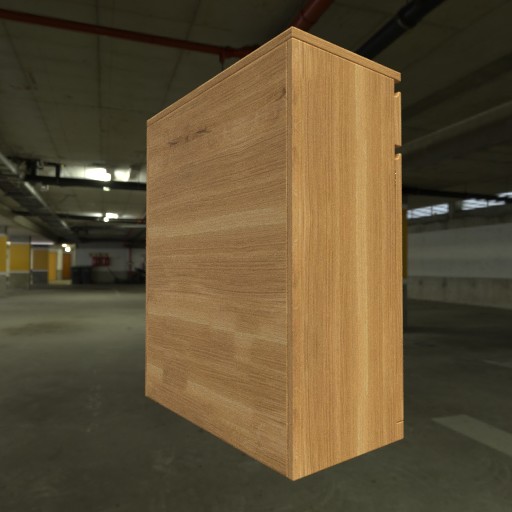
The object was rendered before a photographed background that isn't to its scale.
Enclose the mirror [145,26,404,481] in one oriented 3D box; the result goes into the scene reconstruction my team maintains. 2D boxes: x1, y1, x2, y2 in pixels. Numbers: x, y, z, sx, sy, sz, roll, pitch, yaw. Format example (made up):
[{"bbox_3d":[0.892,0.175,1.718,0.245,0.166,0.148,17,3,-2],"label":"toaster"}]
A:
[{"bbox_3d":[0.000,0.000,1.411,0.400,1.000,0.800,1,-2,-37],"label":"mirror"}]
